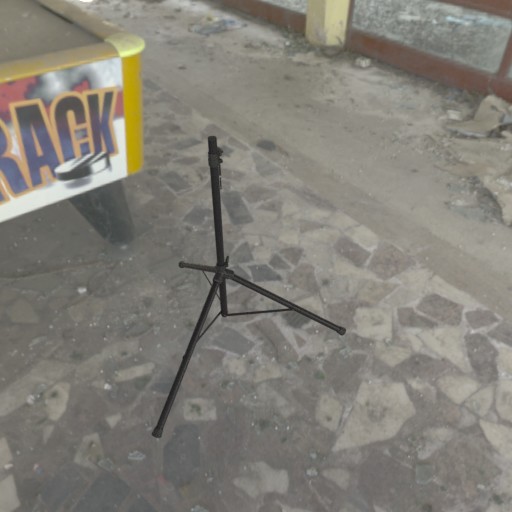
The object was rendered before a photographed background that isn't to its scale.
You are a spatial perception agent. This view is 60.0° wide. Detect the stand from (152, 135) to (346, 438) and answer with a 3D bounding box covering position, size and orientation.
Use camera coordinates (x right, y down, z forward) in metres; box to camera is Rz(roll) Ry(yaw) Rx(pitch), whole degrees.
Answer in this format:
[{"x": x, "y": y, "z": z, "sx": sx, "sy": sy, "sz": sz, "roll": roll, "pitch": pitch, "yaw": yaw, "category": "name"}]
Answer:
[{"x": 0.000, "y": 0.000, "z": 2.783, "sx": 1.339, "sy": 1.595, "sz": 1.596, "roll": 0, "pitch": 41, "yaw": 0, "category": "stand"}]
